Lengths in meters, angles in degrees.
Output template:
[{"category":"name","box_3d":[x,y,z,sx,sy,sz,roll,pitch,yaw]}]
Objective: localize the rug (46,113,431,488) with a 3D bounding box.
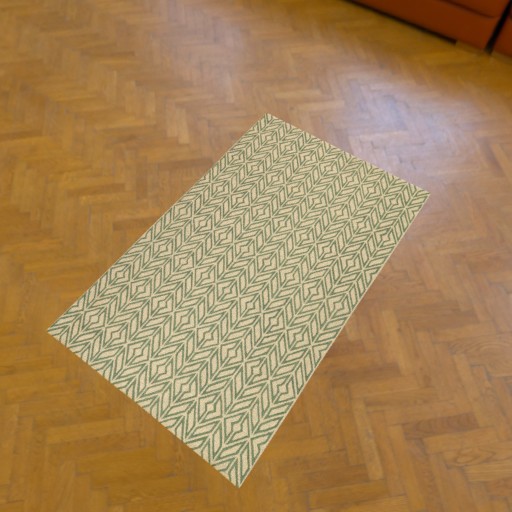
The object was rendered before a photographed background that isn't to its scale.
[{"category":"rug","box_3d":[0.000,0.000,3.074,1.517,0.011,2.435,32,64,17]}]
